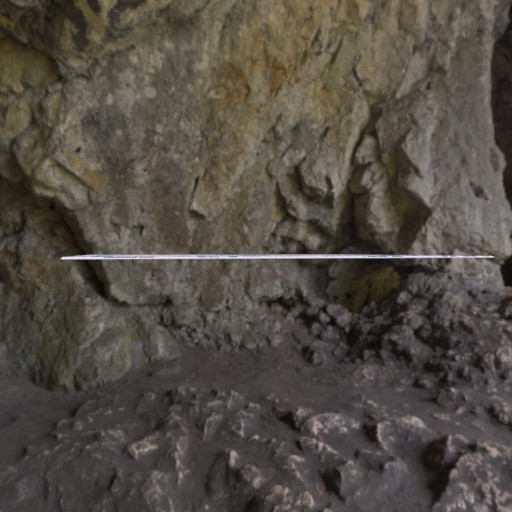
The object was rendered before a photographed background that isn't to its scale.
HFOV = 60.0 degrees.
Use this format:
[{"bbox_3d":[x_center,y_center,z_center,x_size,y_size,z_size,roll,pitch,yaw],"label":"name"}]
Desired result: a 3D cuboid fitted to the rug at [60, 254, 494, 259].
[{"bbox_3d":[0.000,0.000,4.058,3.040,0.014,2.423,0,0,-17],"label":"rug"}]
